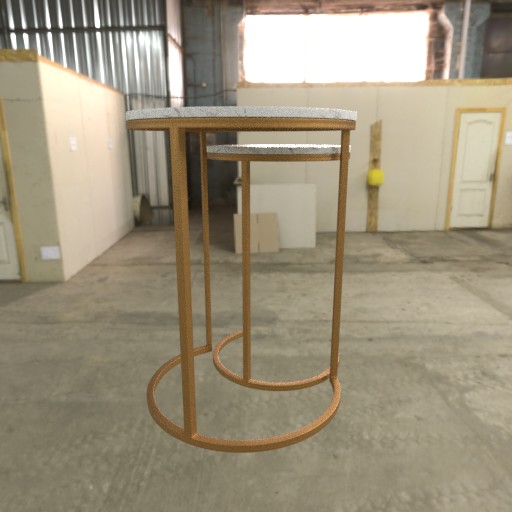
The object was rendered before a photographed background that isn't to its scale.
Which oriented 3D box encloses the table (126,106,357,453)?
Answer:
[{"bbox_3d":[0.000,0.000,0.908,0.400,0.550,0.507,8,17,27],"label":"table"}]
